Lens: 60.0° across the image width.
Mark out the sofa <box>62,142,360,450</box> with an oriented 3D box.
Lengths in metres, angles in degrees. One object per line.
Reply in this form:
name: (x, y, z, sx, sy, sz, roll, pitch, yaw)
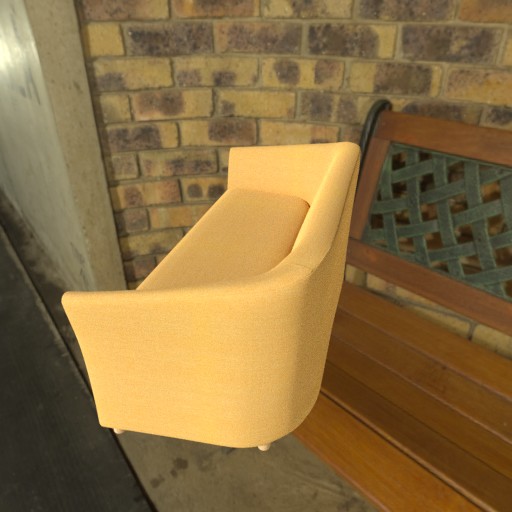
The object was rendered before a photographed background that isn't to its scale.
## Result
sofa: (0.000, 0.000, 1.822, 0.705, 0.721, 1.452, 8, 31, 14)
